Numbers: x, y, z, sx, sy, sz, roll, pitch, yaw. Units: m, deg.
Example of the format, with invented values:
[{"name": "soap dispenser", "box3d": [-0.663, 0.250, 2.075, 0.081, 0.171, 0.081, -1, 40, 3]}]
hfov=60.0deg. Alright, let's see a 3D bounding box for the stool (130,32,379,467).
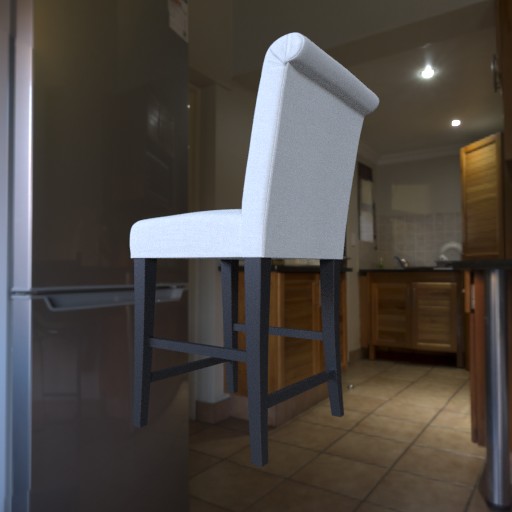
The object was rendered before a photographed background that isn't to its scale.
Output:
[{"name": "stool", "box3d": [0.000, 0.000, 1.299, 0.597, 0.976, 0.452, -1, -1, 36]}]
